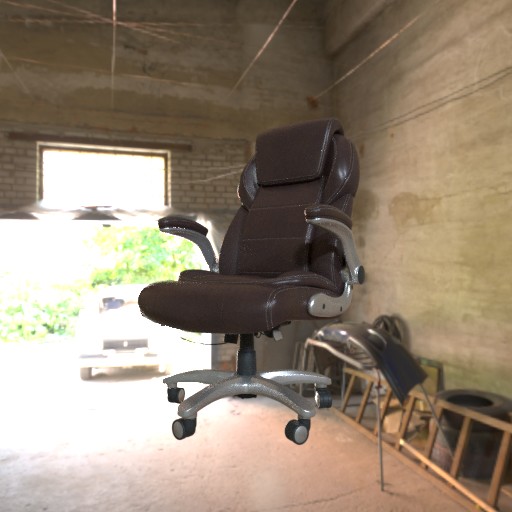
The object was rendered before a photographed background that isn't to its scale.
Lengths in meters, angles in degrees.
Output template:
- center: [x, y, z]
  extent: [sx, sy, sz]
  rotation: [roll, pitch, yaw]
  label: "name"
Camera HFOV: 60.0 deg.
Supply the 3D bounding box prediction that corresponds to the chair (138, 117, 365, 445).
- center: [0.000, 0.000, 1.674]
  extent: [0.733, 1.160, 0.774]
  rotation: [-1, -1, 36]
  label: "chair"
